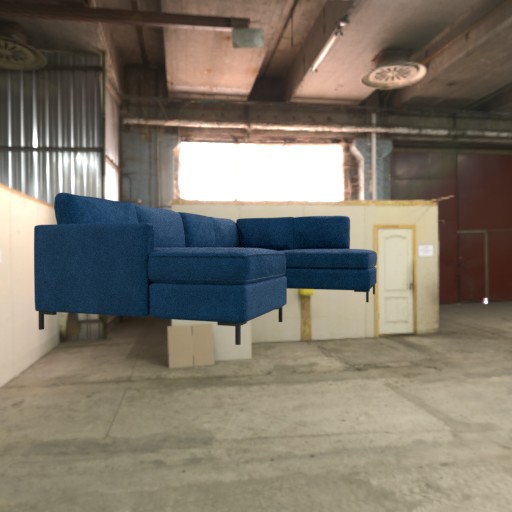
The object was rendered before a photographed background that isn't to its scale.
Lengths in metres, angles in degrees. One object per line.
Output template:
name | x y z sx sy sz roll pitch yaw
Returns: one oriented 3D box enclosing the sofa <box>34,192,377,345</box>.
sofa | 0.000 0.000 4.312 2.055 0.992 3.434 0 1 19
